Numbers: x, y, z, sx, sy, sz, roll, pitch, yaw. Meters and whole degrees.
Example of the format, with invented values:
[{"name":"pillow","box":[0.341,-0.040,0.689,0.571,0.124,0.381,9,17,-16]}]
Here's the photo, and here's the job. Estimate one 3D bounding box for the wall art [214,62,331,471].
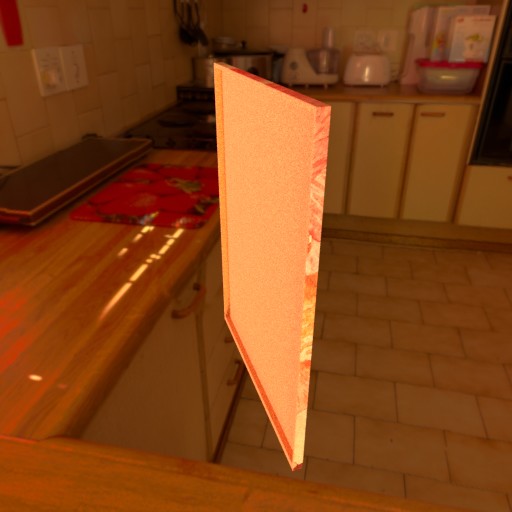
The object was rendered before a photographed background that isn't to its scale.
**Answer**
[{"name":"wall art","box":[0.000,0.000,1.351,0.031,1.015,0.762,-9,31,-16]}]
